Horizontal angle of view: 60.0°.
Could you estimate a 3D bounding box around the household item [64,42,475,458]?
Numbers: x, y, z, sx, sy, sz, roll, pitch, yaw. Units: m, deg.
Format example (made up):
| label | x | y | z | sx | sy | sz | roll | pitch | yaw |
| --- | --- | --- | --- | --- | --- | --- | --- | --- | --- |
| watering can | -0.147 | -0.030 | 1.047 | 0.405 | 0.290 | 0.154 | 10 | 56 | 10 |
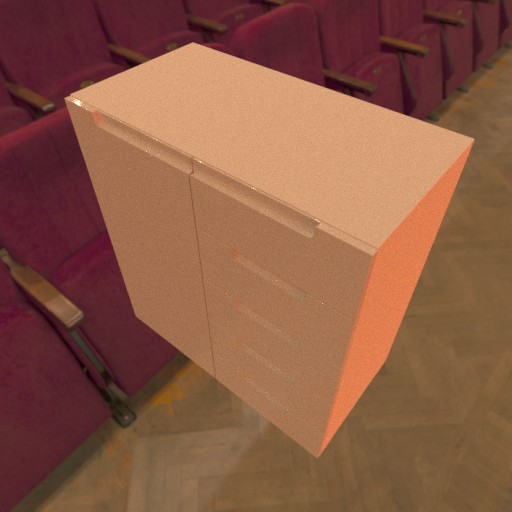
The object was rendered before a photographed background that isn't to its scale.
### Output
| label | x | y | z | sx | sy | sz | roll | pitch | yaw |
| --- | --- | --- | --- | --- | --- | --- | --- | --- | --- |
| household item | 0.000 | 0.000 | 1.272 | 0.800 | 0.870 | 0.420 | 30 | 53 | 26 |
